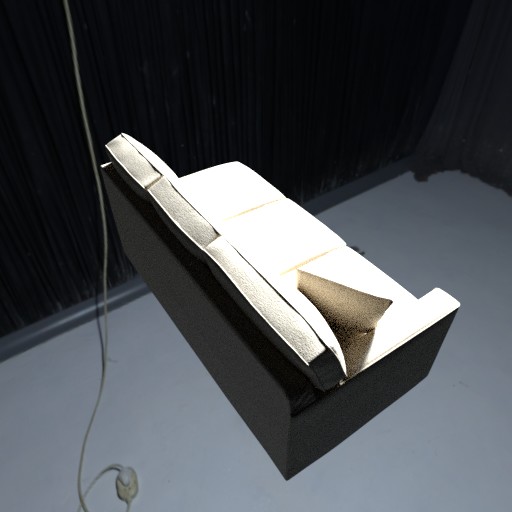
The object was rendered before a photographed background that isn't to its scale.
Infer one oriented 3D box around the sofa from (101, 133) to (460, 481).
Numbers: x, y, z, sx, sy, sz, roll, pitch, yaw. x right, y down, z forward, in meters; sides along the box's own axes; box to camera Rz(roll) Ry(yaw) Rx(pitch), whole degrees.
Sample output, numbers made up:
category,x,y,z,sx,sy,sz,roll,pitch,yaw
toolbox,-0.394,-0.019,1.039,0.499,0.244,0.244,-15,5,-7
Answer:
category,x,y,z,sx,sy,sz,roll,pitch,yaw
sofa,0.000,0.000,2.559,1.034,0.946,1.962,-25,47,-25
